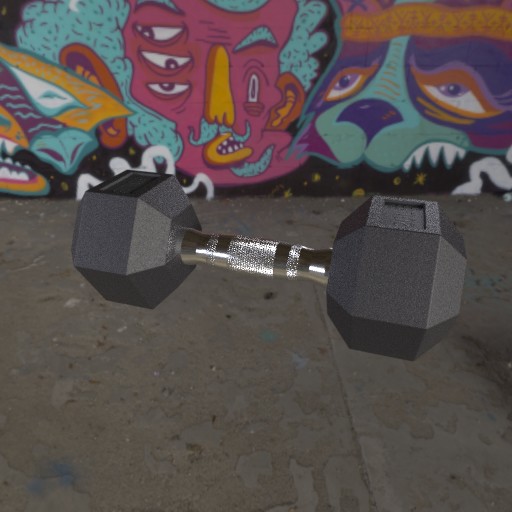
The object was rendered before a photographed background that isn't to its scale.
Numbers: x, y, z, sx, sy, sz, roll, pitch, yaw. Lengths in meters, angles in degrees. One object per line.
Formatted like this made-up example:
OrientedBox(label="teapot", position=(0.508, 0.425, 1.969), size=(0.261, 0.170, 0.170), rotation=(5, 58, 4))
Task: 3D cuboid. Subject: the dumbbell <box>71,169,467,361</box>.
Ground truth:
OrientedBox(label="dumbbell", position=(0.000, 0.000, 0.354), size=(0.297, 0.101, 0.116), rotation=(9, 29, 16))
